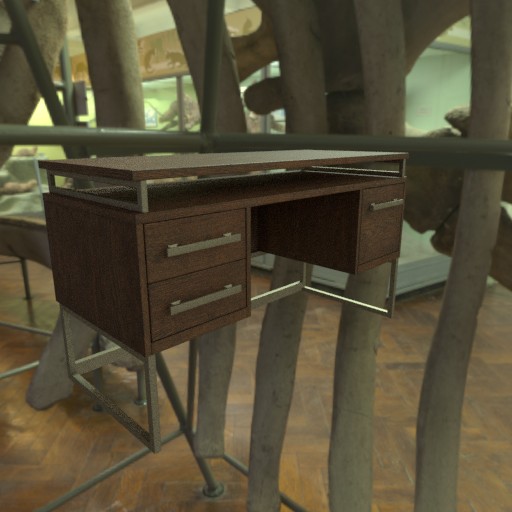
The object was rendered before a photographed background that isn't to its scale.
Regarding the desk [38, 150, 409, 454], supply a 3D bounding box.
[{"bbox_3d":[0.000,0.000,1.801,0.610,0.792,1.384,15,21,43],"label":"desk"}]
